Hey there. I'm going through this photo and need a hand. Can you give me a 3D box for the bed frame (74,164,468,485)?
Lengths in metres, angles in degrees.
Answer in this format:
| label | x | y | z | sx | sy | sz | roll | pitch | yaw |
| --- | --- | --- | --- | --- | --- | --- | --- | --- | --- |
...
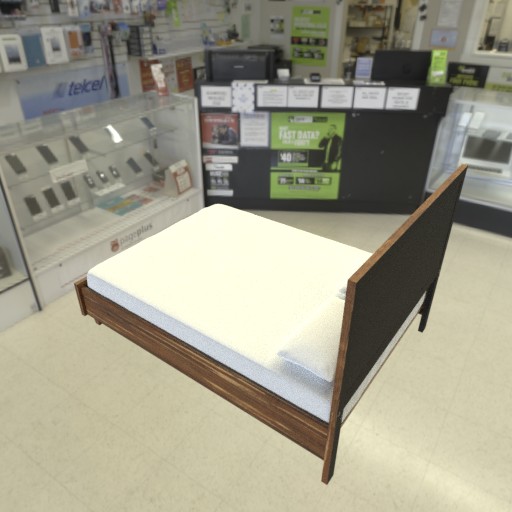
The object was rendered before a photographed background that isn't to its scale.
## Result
| label | x | y | z | sx | sy | sz | roll | pitch | yaw |
| --- | --- | --- | --- | --- | --- | --- | --- | --- | --- |
| bed frame | 0.000 | 0.000 | 3.324 | 2.276 | 1.417 | 1.696 | 21 | 37 | 30 |
